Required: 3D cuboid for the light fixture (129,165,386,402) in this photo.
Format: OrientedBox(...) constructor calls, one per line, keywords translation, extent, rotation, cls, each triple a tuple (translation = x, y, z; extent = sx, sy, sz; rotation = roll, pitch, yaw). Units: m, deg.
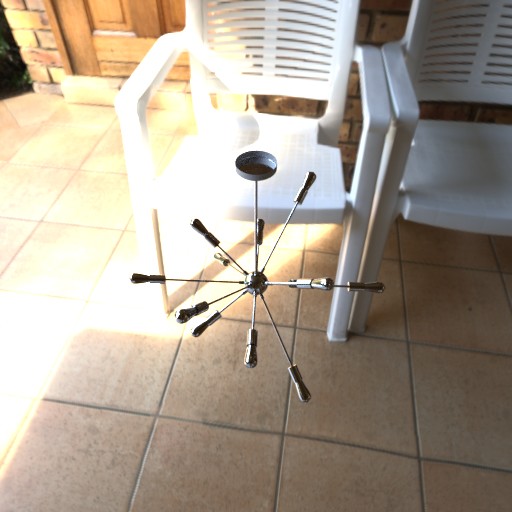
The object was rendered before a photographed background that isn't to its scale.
OrientedBox(translation=(0.000, 0.000, 1.106), extent=(0.684, 0.558, 0.509), rotation=(2, 47, 2), cls="light fixture")
